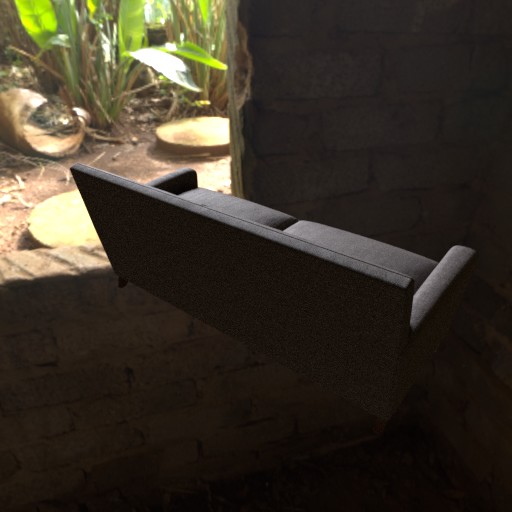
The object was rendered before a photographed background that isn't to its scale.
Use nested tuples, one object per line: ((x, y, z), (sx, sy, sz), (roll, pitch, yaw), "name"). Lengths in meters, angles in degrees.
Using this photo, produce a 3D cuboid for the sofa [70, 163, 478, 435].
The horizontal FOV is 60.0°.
((0.000, 0.000, 2.382), (1.976, 0.846, 0.875), (22, 36, 33), "sofa")
